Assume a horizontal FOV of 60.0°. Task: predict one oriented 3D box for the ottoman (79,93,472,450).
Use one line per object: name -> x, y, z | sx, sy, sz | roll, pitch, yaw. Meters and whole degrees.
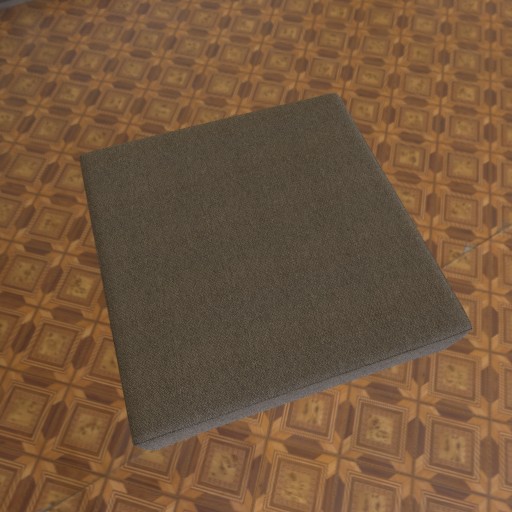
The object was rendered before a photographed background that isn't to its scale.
ottoman -> 0.000, 0.000, 1.506 | 0.970, 0.378, 0.981 | -16, 64, -8
